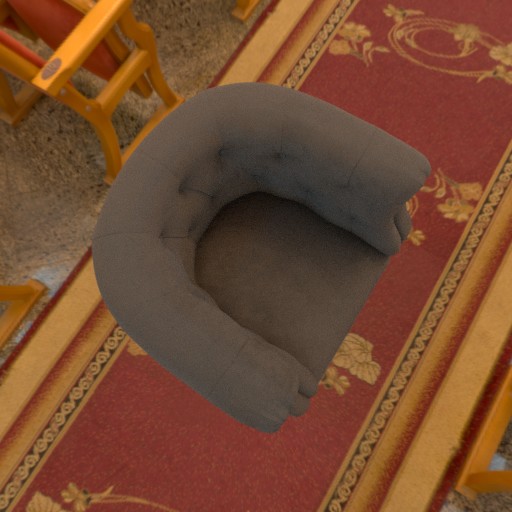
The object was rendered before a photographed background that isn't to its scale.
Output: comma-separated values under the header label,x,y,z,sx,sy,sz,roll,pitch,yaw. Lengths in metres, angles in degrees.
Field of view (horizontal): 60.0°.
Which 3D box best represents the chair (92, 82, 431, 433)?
label,x,y,z,sx,sy,sz,roll,pitch,yaw
chair,0.000,0.000,1.558,0.851,0.826,0.904,32,79,7
